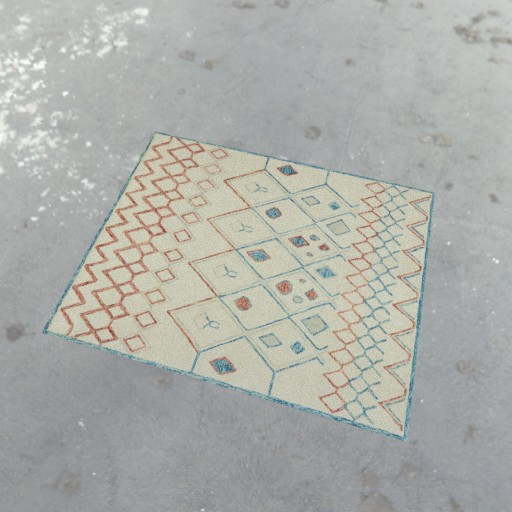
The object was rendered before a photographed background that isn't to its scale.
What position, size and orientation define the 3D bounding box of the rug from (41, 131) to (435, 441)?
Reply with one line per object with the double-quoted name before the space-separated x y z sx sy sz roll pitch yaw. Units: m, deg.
"rug" 0.000 0.000 4.096 3.050 0.016 2.441 14 61 8
